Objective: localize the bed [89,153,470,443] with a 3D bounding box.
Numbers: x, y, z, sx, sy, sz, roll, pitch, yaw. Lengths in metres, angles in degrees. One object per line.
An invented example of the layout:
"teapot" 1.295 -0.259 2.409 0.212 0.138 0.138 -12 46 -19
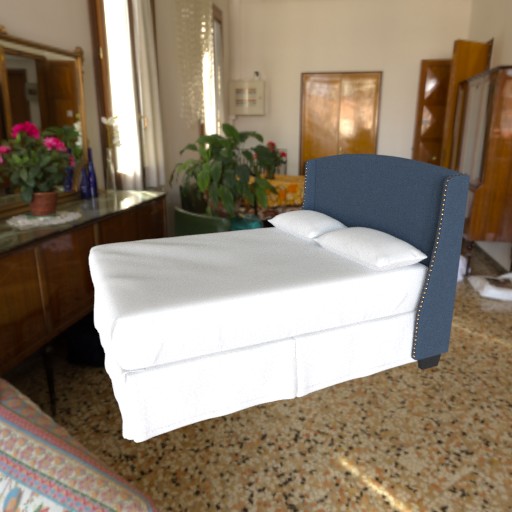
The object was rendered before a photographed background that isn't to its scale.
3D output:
"bed" 0.000 0.000 3.254 2.237 1.407 1.710 -7 18 -24
